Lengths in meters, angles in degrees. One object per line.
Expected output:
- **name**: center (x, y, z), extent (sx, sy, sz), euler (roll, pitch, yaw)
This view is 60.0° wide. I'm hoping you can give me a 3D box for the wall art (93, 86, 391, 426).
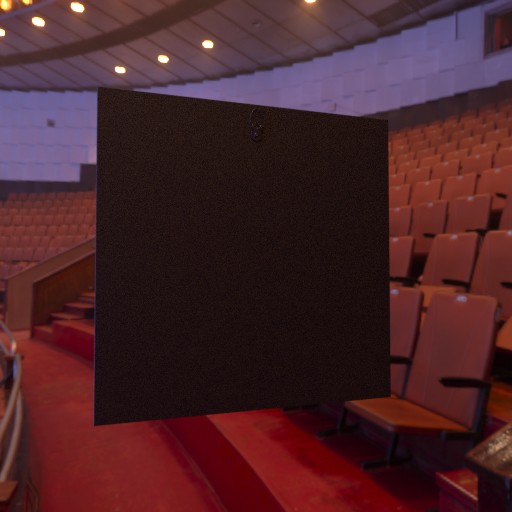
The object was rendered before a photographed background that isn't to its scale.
- **wall art**: center (0.000, 0.000, 1.182), extent (0.805, 0.807, 0.043), euler (1, -2, -17)
